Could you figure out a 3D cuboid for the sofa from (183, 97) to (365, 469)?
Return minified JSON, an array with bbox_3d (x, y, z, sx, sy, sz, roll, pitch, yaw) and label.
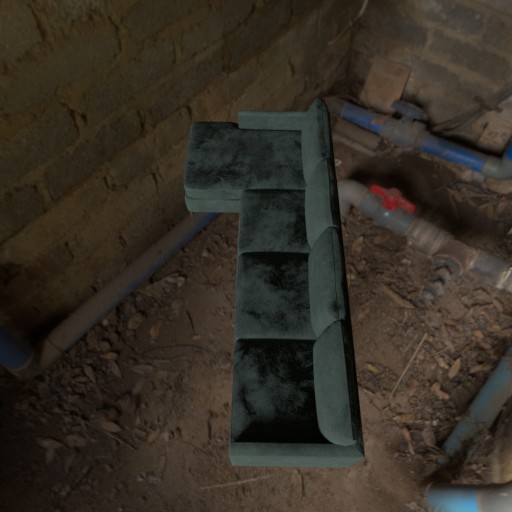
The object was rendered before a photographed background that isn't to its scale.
[{"bbox_3d":[0.000,0.000,4.009,1.500,0.967,3.400,1,59,1],"label":"sofa"}]
